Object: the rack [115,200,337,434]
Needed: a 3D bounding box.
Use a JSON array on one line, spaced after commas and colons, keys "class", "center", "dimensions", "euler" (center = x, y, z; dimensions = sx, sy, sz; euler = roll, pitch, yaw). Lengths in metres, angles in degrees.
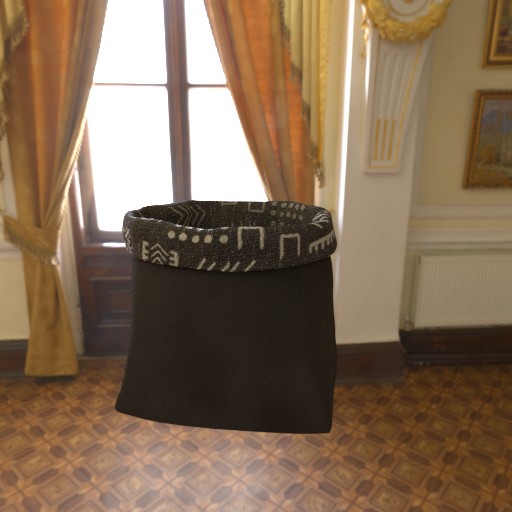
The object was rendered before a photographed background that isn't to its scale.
[{"class": "rack", "center": [0.000, 0.000, 1.072], "dimensions": [0.379, 0.323, 0.905], "euler": [2, 16, 8]}]
